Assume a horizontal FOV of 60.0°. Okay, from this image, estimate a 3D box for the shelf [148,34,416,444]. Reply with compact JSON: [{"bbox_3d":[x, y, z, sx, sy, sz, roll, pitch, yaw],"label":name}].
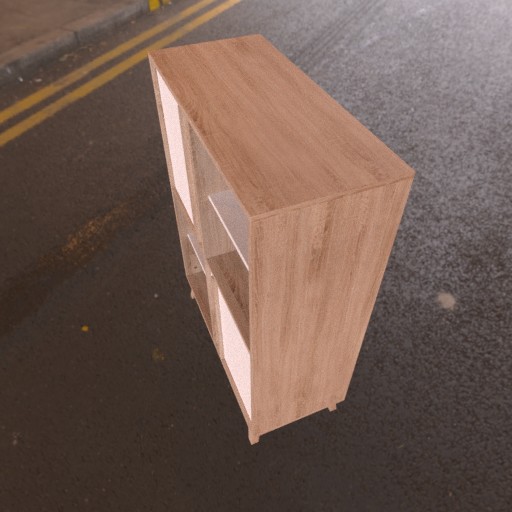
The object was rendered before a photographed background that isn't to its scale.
[{"bbox_3d":[0.000,0.000,1.869,0.450,1.390,1.000,-17,48,-15],"label":"shelf"}]
